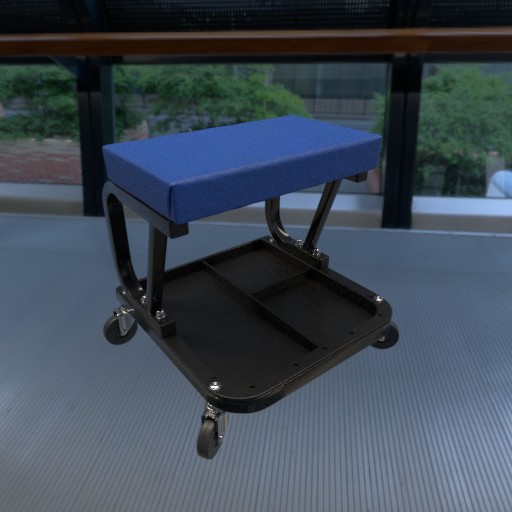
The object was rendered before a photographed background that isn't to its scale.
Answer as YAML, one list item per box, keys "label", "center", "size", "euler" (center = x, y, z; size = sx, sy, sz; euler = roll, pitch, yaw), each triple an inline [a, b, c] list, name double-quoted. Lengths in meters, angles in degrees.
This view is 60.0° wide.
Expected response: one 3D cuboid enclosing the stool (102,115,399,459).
- label: "stool"
  center: [0.000, 0.000, 0.736]
  size: [0.446, 0.380, 0.371]
  euler: [-20, 34, -32]
